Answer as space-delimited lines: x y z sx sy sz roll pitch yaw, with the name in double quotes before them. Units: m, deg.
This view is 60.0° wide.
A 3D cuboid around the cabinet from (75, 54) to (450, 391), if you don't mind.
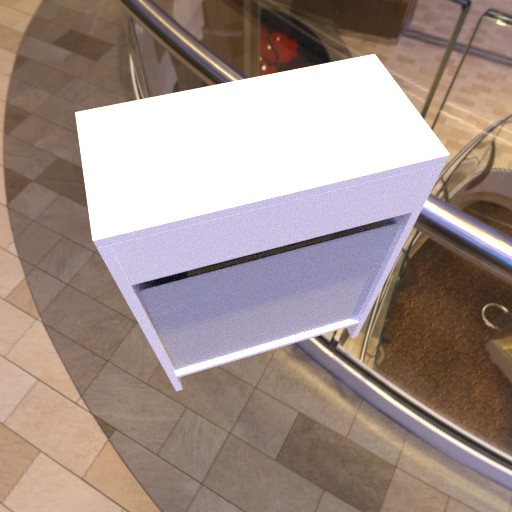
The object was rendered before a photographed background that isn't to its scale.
"cabinet" 0.000 0.000 1.124 0.600 0.815 0.296 -15 59 -9
